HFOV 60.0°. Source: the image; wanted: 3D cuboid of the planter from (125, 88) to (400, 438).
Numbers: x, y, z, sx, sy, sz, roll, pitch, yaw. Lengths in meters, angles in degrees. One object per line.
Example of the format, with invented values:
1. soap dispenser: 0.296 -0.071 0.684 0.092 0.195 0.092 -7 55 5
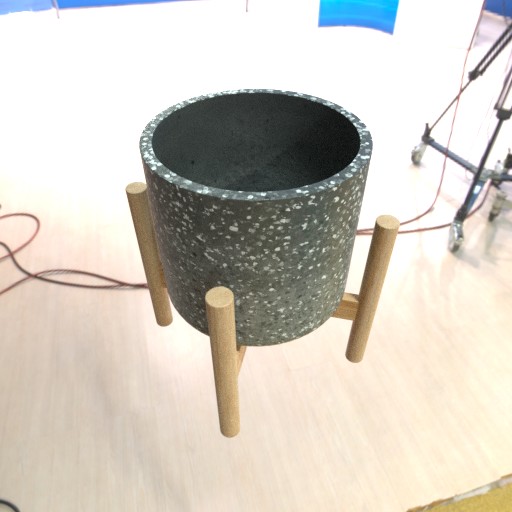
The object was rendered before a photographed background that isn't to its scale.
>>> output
1. planter: 0.000 0.000 0.536 0.284 0.320 0.284 26 48 25
